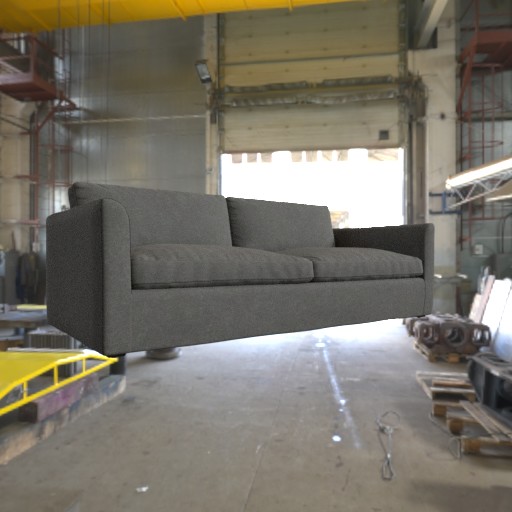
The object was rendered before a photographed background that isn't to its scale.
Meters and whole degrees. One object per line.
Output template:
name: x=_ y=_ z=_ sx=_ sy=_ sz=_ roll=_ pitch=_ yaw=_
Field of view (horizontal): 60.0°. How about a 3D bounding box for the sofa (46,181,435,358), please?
sofa: x=0.000 y=0.000 z=2.785 sx=2.257 sy=0.838 sz=1.092 roll=0 pitch=0 yaw=-36
